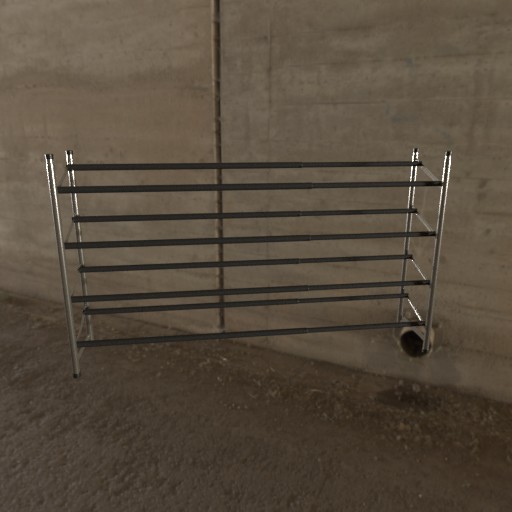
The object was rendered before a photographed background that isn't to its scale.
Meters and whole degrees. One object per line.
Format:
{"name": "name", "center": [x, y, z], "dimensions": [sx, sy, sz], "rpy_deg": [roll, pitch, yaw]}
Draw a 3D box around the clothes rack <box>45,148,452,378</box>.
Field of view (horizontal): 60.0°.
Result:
{"name": "clothes rack", "center": [0.000, 0.000, 1.450], "dimensions": [1.168, 0.672, 0.229], "rpy_deg": [-2, 16, -8]}
